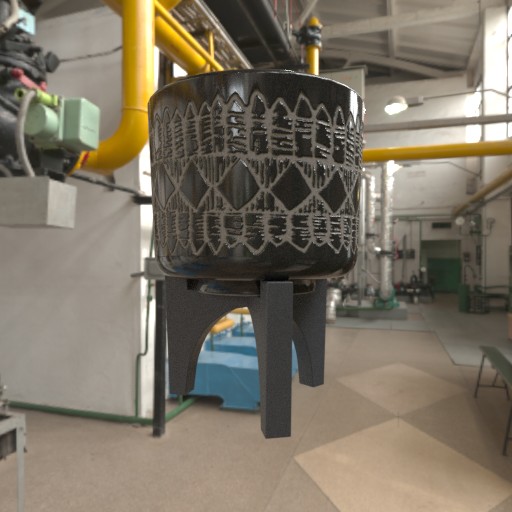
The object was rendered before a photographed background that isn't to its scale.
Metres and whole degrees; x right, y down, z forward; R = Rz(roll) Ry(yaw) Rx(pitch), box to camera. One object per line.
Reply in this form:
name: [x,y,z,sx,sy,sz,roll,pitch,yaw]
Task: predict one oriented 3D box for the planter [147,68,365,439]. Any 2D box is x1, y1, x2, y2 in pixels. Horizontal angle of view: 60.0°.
planter: [0.000,0.000,0.272,0.129,0.177,0.129,0,1,0]
